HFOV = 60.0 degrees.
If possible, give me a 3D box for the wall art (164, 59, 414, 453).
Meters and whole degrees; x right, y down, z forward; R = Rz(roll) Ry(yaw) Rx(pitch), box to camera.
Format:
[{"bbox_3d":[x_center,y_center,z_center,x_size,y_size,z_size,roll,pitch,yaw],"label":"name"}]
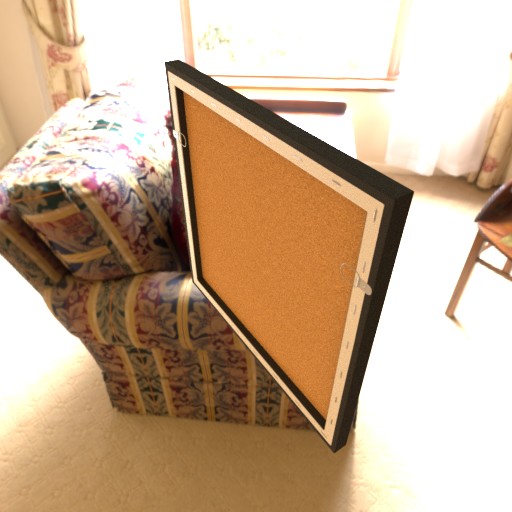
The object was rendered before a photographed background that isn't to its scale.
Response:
[{"bbox_3d":[0.000,0.000,1.120,0.044,0.758,0.758,-24,46,-25],"label":"wall art"}]
